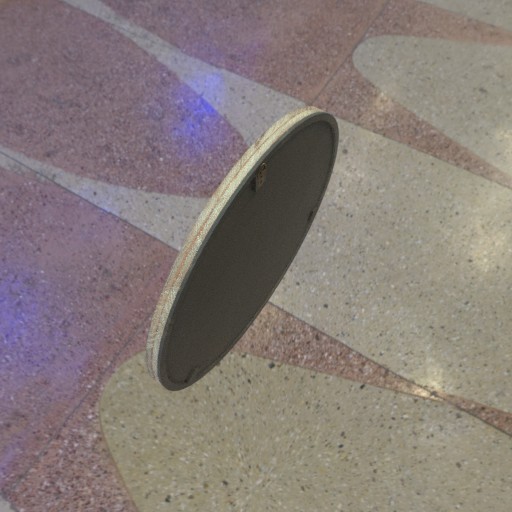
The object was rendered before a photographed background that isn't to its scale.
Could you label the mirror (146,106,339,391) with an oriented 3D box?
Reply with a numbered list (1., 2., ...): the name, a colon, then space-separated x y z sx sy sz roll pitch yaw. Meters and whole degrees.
1. mirror: 0.000 0.000 1.046 0.038 0.710 0.710 31 66 15
